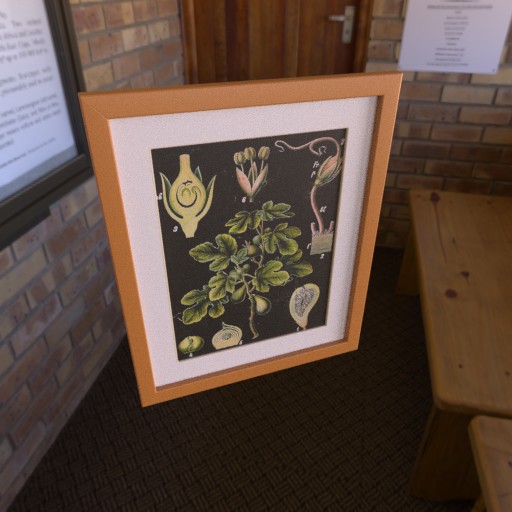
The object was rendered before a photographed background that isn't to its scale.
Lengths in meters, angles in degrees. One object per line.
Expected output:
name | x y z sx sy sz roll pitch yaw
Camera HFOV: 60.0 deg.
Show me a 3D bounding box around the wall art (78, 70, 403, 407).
wall art | 0.000 0.000 0.508 0.310 0.379 0.015 -11 34 -16
